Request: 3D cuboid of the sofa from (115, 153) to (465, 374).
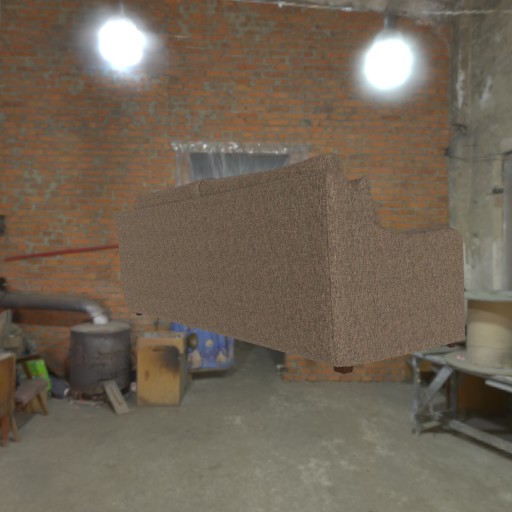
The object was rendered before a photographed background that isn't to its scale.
[{"bbox_3d":[0.000,0.000,3.006,1.103,0.998,2.418,0,0,-37],"label":"sofa"}]
